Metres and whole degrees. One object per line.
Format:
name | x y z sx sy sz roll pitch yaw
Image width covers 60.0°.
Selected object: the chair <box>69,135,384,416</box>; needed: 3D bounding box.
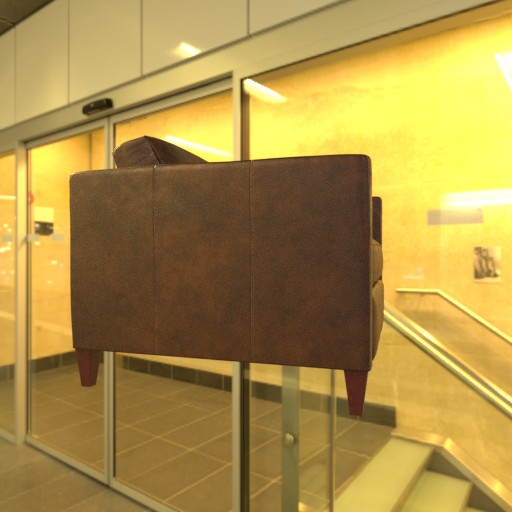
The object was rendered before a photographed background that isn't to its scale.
chair | 0.000 0.000 1.764 0.975 0.864 0.990 0 0 18
